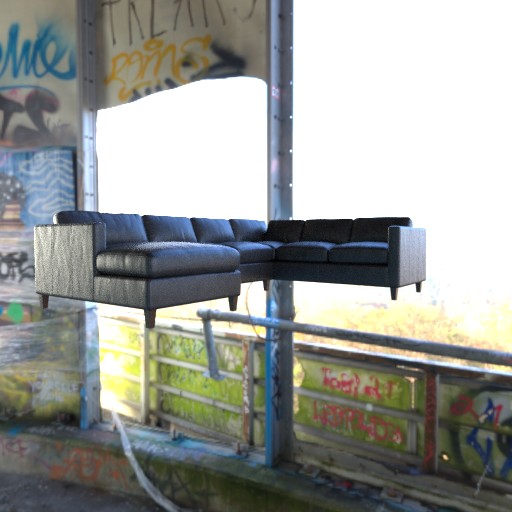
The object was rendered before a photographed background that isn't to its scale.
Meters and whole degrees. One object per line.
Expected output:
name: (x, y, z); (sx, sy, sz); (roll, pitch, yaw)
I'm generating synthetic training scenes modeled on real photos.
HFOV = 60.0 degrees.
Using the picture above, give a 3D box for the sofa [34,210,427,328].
sofa: (0.000, 0.000, 4.533); (2.452, 0.891, 3.324); (2, 3, 37)
